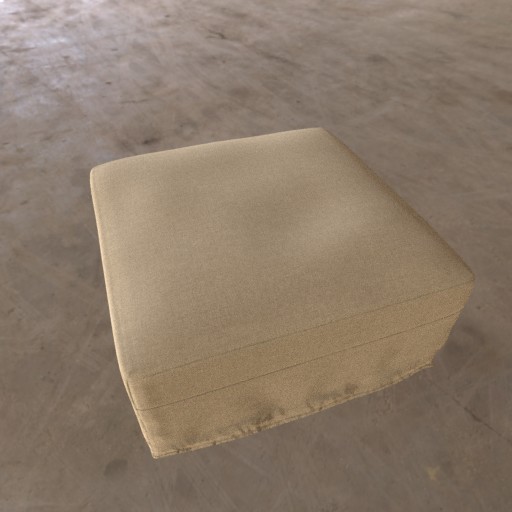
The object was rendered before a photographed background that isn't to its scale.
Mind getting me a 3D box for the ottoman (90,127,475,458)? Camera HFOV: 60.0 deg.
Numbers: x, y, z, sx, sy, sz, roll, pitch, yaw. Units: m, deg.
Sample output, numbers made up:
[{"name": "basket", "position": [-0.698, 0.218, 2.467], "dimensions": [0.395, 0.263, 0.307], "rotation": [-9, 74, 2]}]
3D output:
[{"name": "ottoman", "position": [0.000, 0.000, 1.318], "dimensions": [0.840, 0.436, 0.843], "rotation": [-14, 44, -15]}]
